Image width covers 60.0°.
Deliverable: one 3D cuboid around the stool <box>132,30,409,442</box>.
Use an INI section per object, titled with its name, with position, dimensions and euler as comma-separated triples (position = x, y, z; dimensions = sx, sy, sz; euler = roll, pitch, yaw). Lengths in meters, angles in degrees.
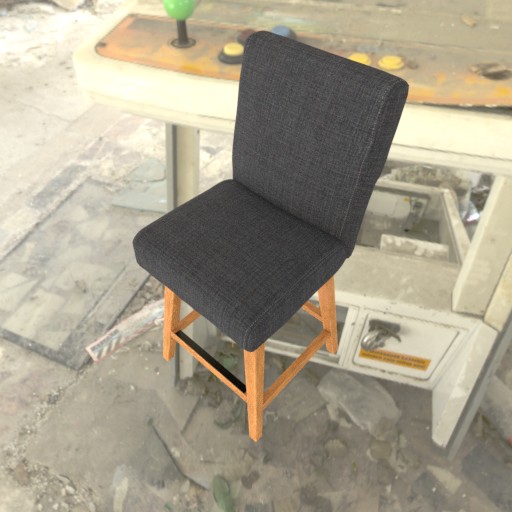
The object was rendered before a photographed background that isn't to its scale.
[stool]
position = 0.000, 0.000, 1.272
dimensions = 0.459, 1.010, 0.526
euler = 33, 56, 27
